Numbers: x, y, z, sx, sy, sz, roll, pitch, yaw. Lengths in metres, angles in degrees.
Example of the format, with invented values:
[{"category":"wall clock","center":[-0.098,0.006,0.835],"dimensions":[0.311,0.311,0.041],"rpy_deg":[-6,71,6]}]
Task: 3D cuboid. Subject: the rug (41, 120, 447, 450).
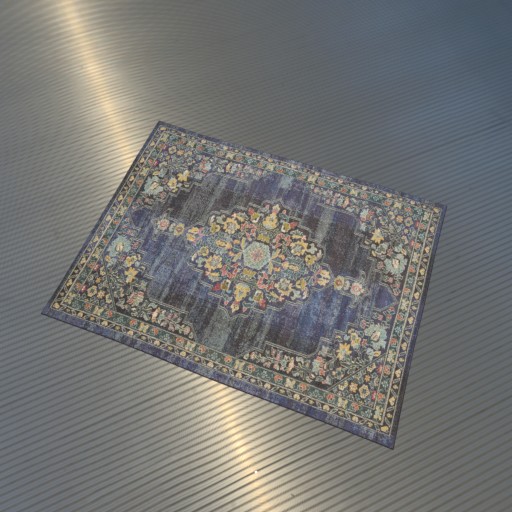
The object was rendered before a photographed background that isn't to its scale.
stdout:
[{"category":"rug","center":[0.000,0.000,4.727],"dimensions":[3.612,0.035,2.716],"rpy_deg":[19,65,9]}]
